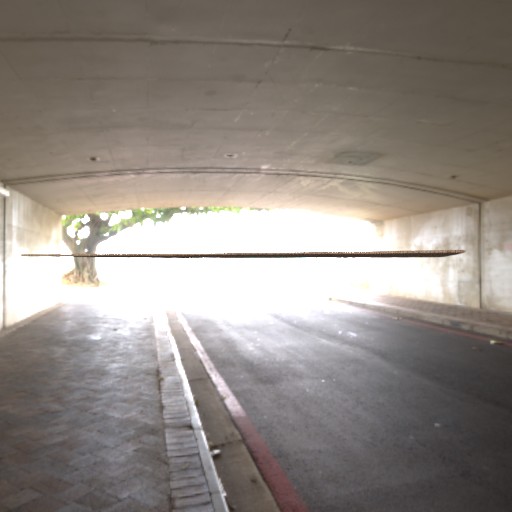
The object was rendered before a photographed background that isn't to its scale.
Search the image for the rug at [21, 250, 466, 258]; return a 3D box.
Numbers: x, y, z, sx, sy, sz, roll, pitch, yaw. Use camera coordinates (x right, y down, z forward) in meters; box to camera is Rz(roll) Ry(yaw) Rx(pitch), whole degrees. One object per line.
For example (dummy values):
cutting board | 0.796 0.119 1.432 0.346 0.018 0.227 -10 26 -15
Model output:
rug | 0.000 0.000 2.297 1.840 0.013 1.225 0 -1 19
